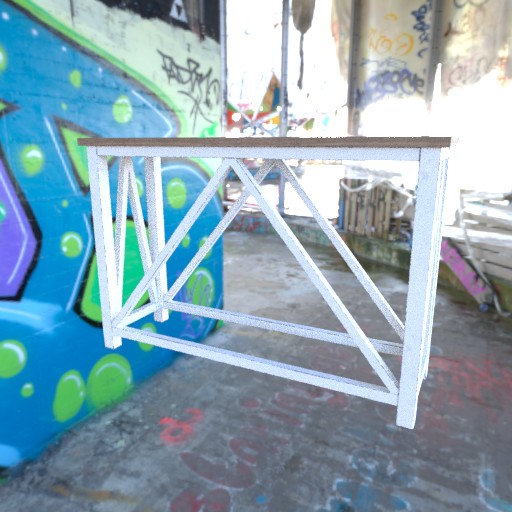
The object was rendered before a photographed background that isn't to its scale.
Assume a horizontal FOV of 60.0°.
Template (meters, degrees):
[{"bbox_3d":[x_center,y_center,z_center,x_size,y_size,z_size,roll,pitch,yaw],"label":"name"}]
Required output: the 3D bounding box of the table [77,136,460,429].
[{"bbox_3d":[0.000,0.000,1.805,1.400,0.930,0.450,7,16,26],"label":"table"}]
